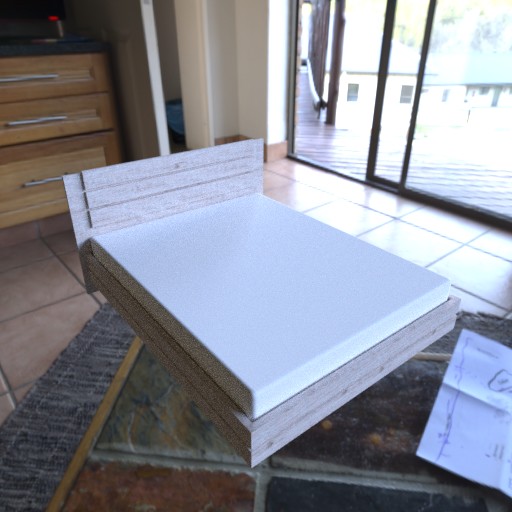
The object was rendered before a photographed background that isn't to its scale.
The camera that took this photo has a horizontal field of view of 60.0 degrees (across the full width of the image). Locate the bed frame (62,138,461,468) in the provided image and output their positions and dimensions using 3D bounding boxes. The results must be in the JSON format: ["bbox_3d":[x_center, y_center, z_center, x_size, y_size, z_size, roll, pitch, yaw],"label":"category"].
[{"bbox_3d":[0.000,0.000,3.005,1.750,0.970,2.080,-20,34,-33],"label":"bed frame"}]
